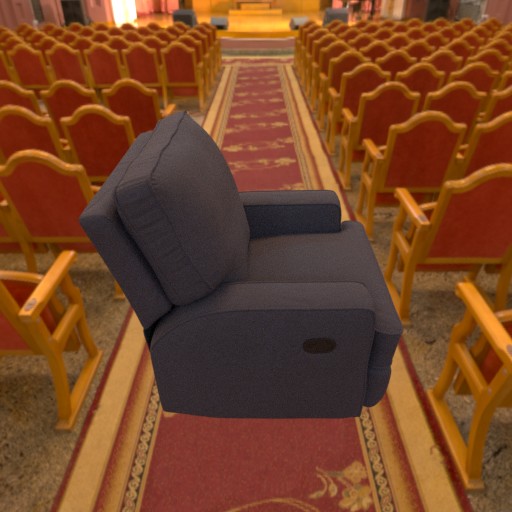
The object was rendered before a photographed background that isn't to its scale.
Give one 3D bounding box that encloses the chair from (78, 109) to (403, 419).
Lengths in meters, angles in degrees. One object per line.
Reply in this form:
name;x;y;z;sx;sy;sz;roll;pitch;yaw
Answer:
chair;0.000;0.000;1.699;0.964;0.962;0.861;0;33;1
